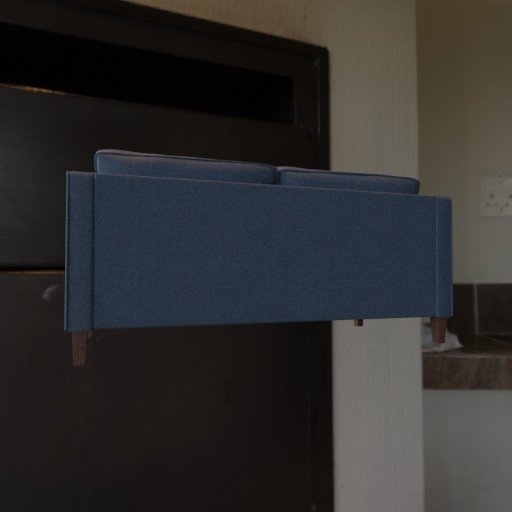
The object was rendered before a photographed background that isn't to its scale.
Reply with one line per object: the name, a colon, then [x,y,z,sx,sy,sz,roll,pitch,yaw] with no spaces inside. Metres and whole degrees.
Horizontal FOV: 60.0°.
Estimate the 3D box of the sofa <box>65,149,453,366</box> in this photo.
sofa: [0.000,0.000,2.851,2.178,1.071,1.066,1,-2,-18]
